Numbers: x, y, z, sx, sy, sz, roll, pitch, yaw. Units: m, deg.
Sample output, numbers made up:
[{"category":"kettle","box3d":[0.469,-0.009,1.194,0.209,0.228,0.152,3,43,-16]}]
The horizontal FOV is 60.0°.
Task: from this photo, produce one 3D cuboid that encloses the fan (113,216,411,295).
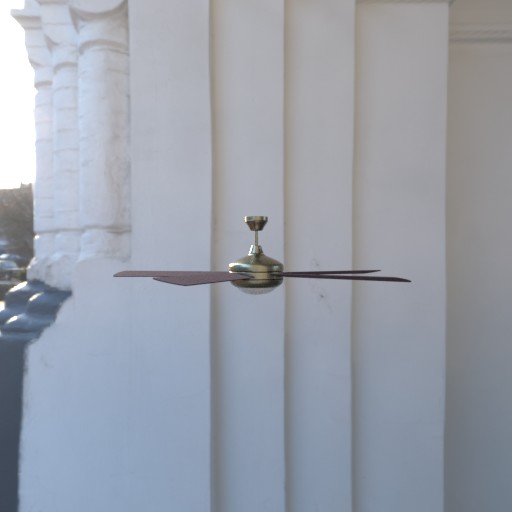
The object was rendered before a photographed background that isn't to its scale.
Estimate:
[{"category":"fan","box3d":[0.000,0.000,2.026,1.321,0.356,1.321,0,0,17]}]
